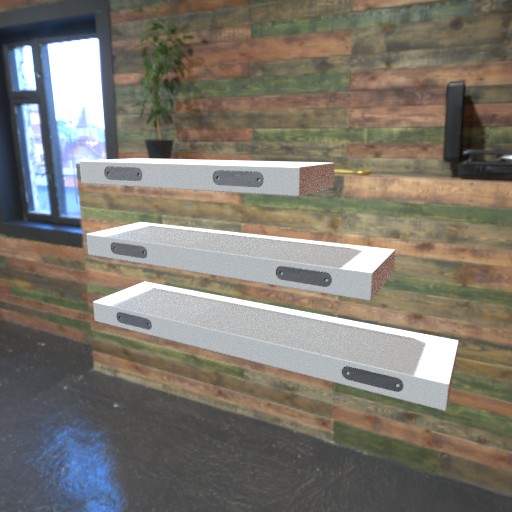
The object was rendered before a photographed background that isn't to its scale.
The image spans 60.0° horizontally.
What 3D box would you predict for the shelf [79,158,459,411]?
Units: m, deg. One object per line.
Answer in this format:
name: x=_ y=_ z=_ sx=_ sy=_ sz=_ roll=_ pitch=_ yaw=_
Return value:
shelf: x=0.000 y=0.000 z=0.712 sx=0.610 sy=0.293 sz=0.140 roll=8 pitch=16 yaw=27
